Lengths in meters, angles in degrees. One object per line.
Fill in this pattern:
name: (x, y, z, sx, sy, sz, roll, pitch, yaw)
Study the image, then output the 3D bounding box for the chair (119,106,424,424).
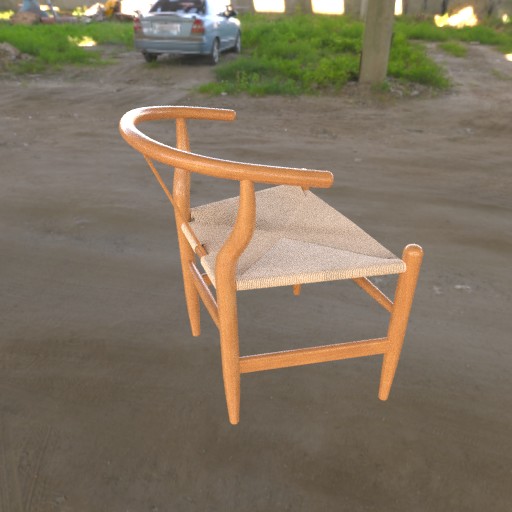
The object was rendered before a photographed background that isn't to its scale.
chair: (0.000, 0.000, 1.150, 0.579, 0.730, 0.569, -12, 33, -19)
